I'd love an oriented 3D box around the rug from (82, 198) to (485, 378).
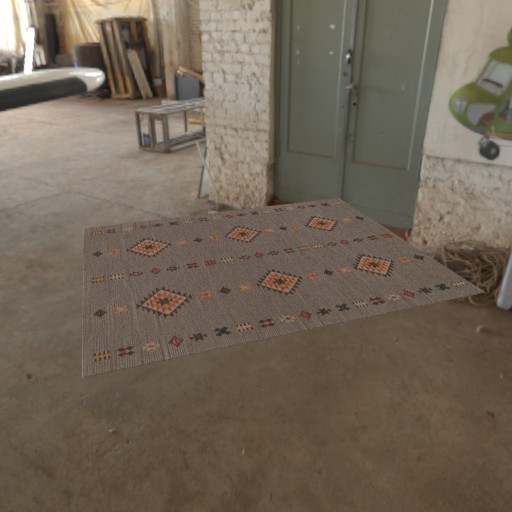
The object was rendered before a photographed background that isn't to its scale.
[{"bbox_3d":[0.000,0.000,4.120,3.035,0.008,2.425,-9,28,-17],"label":"rug"}]
